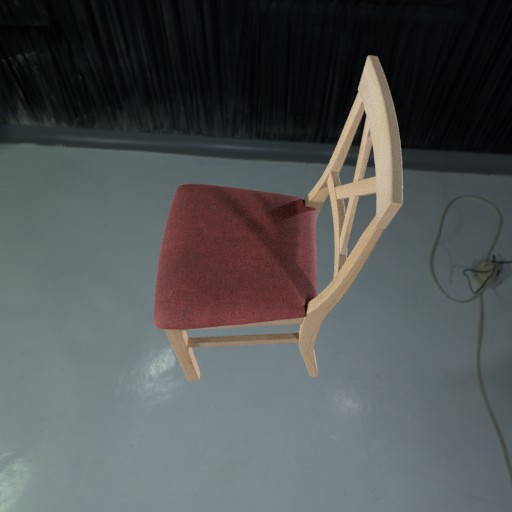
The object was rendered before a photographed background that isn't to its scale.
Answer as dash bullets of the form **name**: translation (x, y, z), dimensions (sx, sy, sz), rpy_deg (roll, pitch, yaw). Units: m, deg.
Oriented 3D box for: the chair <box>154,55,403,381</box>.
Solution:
- **chair**: translation (0.000, 0.000, 1.160), dimensions (0.492, 0.912, 0.439), rpy_deg (2, 58, 1)
